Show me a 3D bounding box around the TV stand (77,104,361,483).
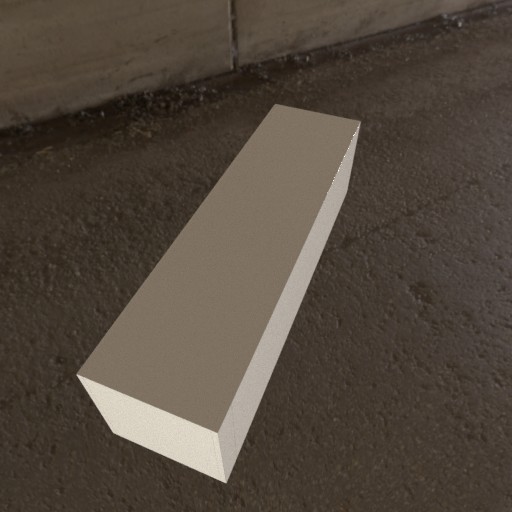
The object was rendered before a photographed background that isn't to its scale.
[{"bbox_3d":[0.000,0.000,1.740,0.410,0.440,1.500,17,50,15],"label":"TV stand"}]
